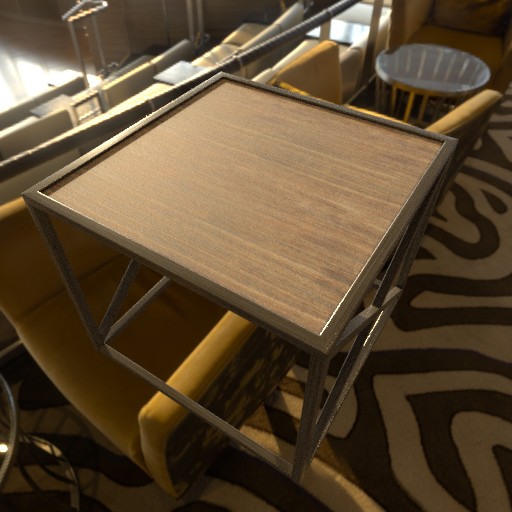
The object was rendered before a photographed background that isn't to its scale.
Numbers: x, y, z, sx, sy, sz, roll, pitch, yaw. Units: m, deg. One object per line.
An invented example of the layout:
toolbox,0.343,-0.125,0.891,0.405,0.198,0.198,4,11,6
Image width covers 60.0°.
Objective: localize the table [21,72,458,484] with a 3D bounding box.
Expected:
table,0.000,0.000,1.039,0.609,0.507,0.611,25,51,22
